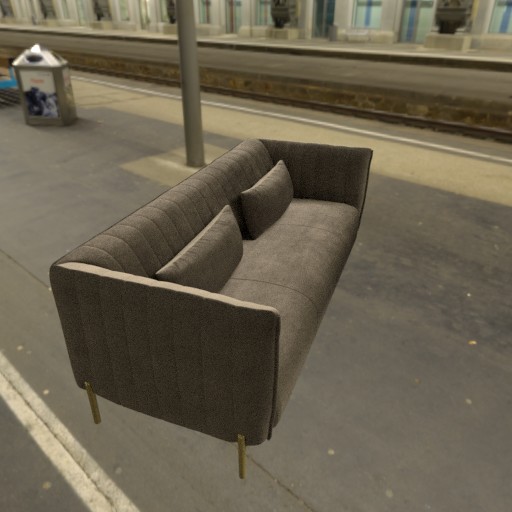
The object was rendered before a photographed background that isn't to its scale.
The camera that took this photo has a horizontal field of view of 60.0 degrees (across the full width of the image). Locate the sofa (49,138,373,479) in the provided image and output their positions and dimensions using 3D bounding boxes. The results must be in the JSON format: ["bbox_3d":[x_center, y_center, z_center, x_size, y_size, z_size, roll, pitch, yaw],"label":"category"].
[{"bbox_3d":[0.000,0.000,2.370,0.876,0.780,1.980,11,31,18],"label":"sofa"}]
